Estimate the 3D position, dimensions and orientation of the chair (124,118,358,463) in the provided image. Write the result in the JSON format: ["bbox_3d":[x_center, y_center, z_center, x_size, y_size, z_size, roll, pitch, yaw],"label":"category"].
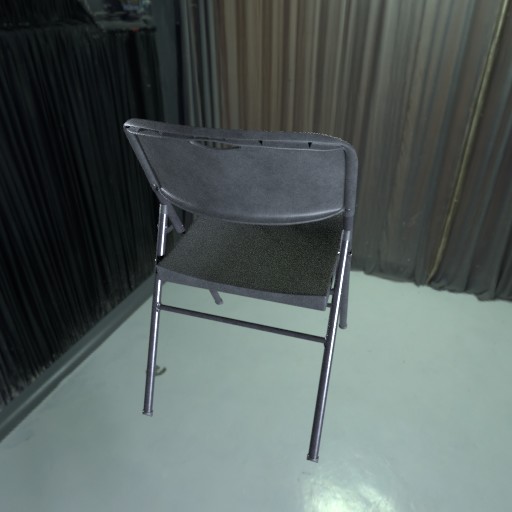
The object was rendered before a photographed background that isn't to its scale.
[{"bbox_3d":[0.000,0.000,1.173,0.494,0.810,0.566,9,32,15],"label":"chair"}]
